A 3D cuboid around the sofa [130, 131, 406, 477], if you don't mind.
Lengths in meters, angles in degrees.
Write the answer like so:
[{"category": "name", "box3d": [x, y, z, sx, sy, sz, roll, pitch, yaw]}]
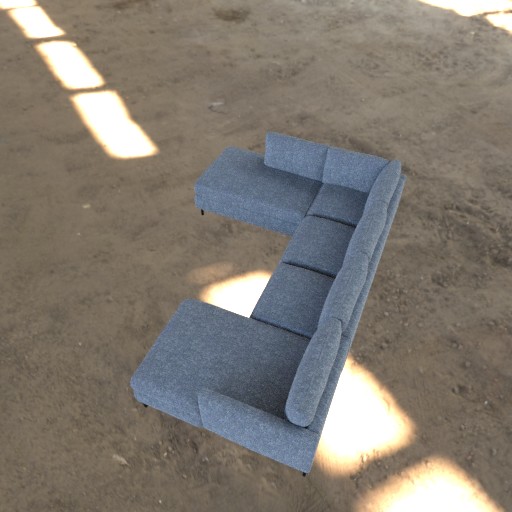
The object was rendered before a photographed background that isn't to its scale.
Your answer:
[{"category": "sofa", "box3d": [0.000, 0.000, 3.626, 1.879, 0.756, 2.737, 18, 49, 16]}]
